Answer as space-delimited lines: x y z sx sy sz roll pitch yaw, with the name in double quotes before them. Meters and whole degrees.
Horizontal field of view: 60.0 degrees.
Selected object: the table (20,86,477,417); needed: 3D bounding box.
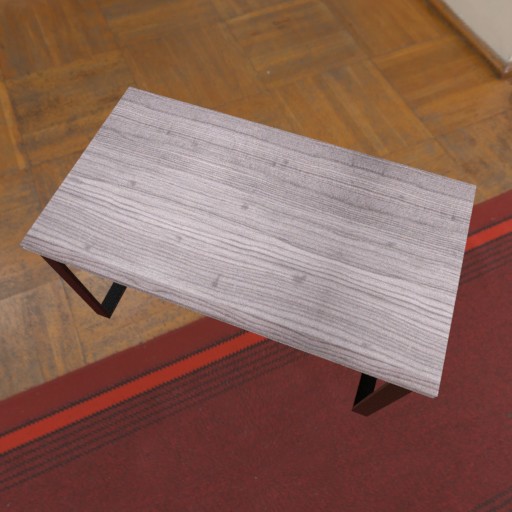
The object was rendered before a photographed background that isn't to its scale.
"table" 0.000 0.000 2.064 1.579 0.736 0.881 19 65 9
